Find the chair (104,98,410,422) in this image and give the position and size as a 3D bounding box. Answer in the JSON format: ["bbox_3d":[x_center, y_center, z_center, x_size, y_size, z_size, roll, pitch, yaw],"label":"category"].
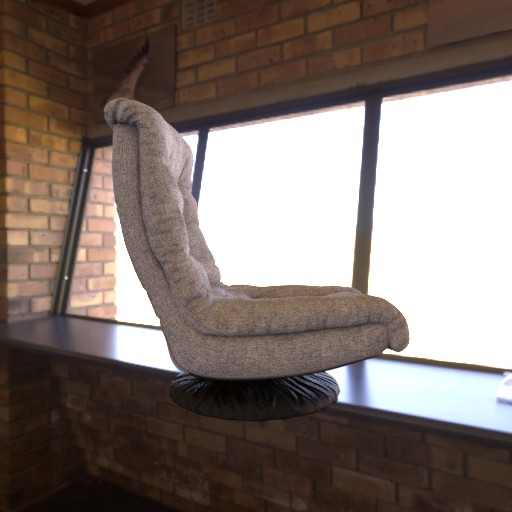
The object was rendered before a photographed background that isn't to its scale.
[{"bbox_3d":[0.000,0.000,0.975,0.583,0.600,0.400,0,1,0],"label":"chair"}]
